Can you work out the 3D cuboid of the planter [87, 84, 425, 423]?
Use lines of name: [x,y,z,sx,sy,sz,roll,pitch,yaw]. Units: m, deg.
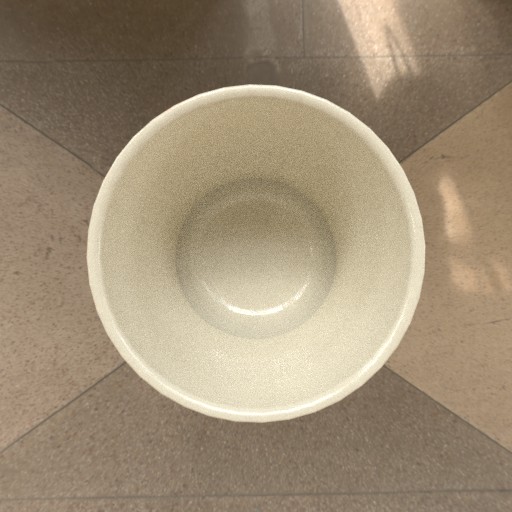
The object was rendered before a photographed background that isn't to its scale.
planter: [0.000,0.000,0.323,0.192,0.148,0.192,0,88,0]
